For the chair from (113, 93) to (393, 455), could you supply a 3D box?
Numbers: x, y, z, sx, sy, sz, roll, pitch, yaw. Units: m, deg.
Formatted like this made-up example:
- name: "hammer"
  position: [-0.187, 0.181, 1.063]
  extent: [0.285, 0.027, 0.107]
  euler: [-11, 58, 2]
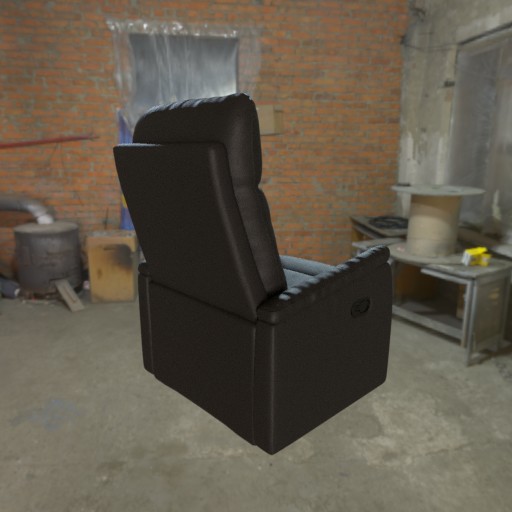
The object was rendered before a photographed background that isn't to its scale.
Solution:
- name: "chair"
  position: [0.000, 0.000, 1.671]
  extent: [0.831, 1.082, 0.775]
  euler: [-12, 18, -42]
